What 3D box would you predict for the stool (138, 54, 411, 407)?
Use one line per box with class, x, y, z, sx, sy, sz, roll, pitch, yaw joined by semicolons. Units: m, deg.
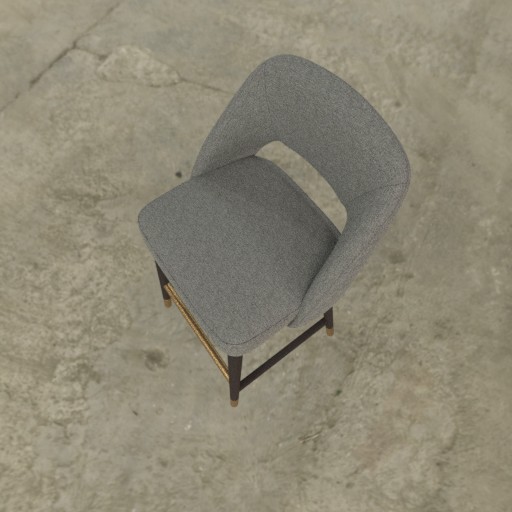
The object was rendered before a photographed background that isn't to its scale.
stool;0.000;0.000;1.248;0.524;0.925;0.536;-32;67;-16
